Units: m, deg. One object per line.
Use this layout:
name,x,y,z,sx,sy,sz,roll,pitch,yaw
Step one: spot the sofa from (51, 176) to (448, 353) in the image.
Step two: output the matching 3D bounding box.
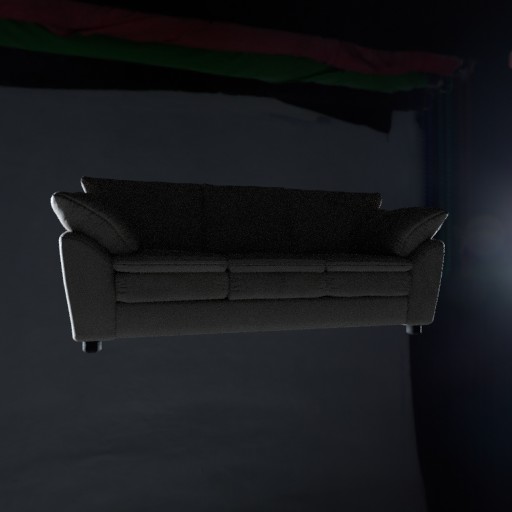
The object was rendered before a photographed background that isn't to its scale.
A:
sofa,0.000,0.000,2.852,2.334,0.996,0.878,0,-1,-18
